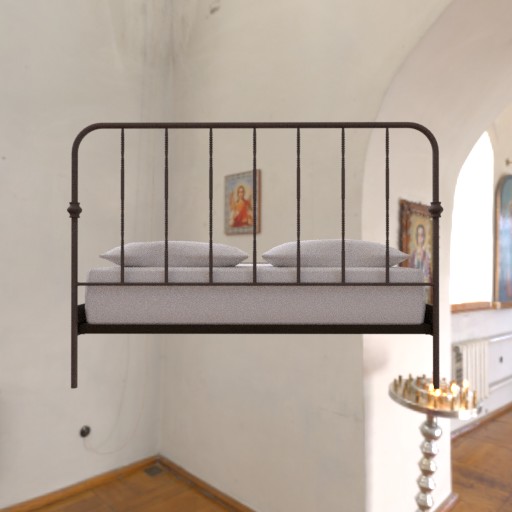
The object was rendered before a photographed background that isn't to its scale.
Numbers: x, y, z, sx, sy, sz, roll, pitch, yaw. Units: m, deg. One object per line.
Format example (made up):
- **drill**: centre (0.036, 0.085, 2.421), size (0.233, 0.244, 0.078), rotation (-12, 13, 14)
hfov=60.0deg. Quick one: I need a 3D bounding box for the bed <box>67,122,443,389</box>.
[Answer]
- **bed**: centre (0.000, 0.000, 3.441), size (2.044, 1.446, 2.134), rotation (0, 0, 0)
